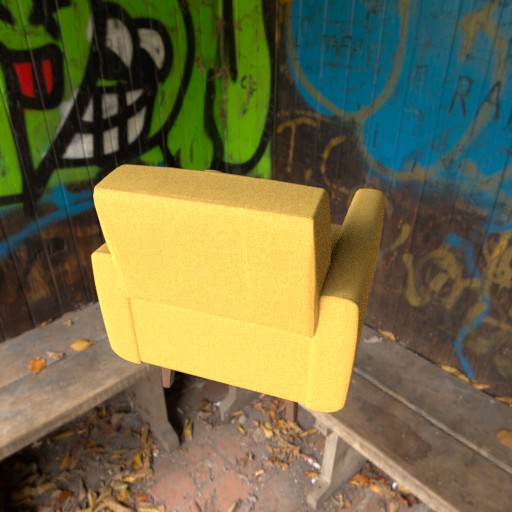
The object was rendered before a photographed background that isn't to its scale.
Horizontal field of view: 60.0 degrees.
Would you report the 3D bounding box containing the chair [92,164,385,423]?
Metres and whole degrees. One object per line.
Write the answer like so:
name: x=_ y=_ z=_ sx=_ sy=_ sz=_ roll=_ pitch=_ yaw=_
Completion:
chair: x=0.000 y=0.000 z=1.612 sx=0.831 sy=0.841 sz=0.909 roll=10 pitch=32 yaw=16
